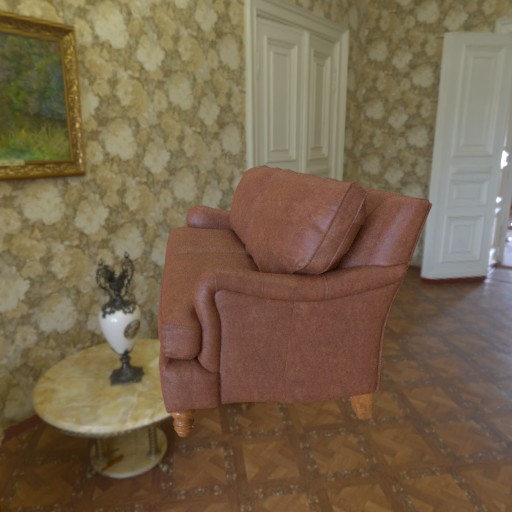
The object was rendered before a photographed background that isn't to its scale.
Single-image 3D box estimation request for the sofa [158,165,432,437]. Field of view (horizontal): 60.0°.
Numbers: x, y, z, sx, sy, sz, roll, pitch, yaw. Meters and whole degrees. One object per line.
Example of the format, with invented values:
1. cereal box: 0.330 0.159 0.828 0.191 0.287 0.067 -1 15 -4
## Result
1. sofa: 0.000 0.000 2.797 1.147 1.071 2.144 -2 14 -9
